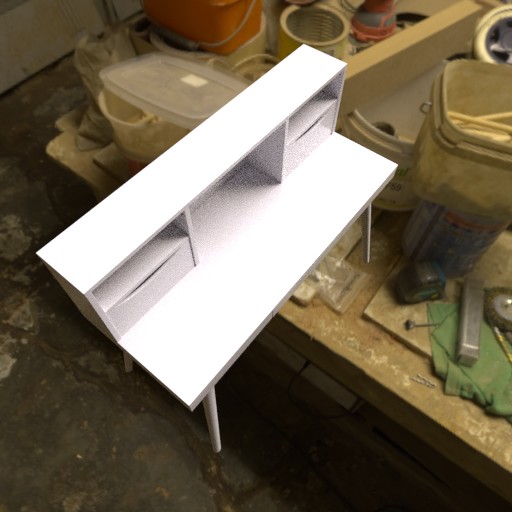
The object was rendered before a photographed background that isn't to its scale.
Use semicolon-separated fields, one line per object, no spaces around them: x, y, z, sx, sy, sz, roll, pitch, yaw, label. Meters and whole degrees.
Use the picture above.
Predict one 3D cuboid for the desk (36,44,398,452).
0.000;0.000;1.735;0.559;0.990;1.199;34;64;20;desk
